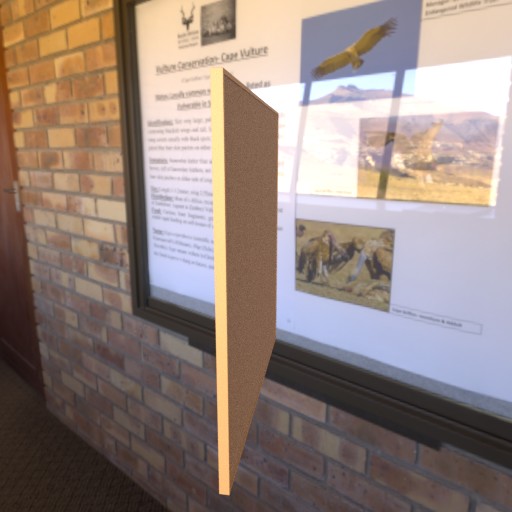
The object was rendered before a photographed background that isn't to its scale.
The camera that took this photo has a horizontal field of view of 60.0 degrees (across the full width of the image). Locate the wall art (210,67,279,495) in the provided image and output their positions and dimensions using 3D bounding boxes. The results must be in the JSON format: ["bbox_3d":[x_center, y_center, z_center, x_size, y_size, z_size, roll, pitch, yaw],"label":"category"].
[{"bbox_3d":[0.000,0.000,0.674,0.013,0.455,0.457,2,13,9],"label":"wall art"}]
